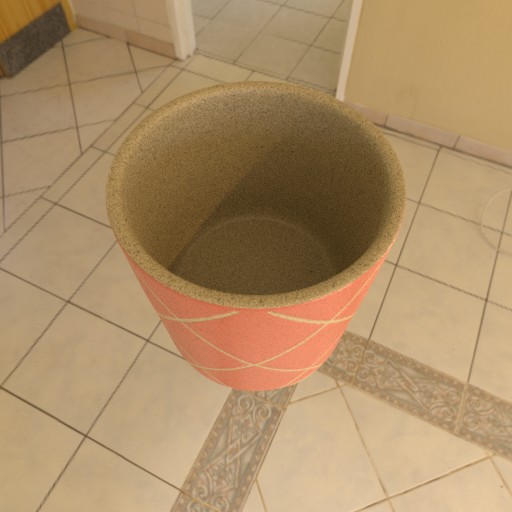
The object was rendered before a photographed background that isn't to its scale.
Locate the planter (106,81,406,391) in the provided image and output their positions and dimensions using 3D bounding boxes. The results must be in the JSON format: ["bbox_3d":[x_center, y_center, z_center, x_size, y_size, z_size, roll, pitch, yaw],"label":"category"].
[{"bbox_3d":[0.000,0.000,0.437,0.227,0.235,0.227,0,58,0],"label":"planter"}]
